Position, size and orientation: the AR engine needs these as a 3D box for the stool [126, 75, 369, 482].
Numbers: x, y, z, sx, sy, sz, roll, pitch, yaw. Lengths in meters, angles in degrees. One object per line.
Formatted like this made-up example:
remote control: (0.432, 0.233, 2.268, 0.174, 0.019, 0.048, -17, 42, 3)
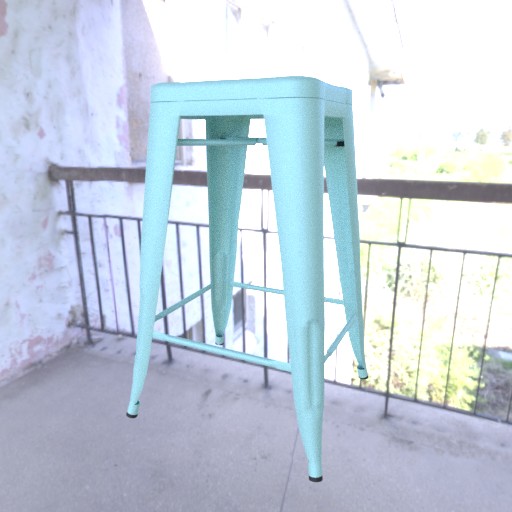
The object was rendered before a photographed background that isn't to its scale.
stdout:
stool: (0.000, 0.000, 0.848, 0.399, 0.609, 0.359, 7, 18, 25)
